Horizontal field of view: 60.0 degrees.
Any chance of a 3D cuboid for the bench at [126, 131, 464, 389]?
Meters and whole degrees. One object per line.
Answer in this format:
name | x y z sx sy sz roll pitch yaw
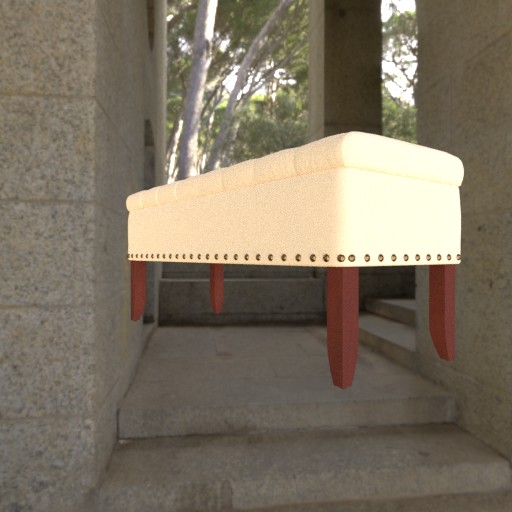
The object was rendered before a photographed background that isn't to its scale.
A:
bench | 0.000 0.000 1.288 0.400 0.470 1.054 0 0 -37
